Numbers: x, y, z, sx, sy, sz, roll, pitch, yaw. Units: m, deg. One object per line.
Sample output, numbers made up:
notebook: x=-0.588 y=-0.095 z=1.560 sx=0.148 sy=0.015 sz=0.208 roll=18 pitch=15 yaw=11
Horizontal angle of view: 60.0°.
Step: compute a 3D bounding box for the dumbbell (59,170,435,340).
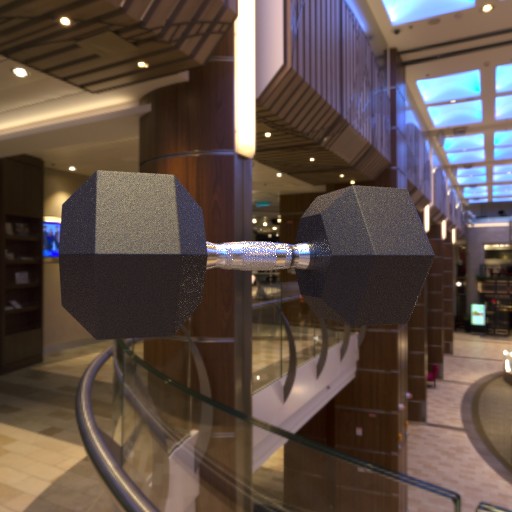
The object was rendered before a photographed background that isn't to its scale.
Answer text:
dumbbell: x=0.000 y=0.000 z=0.482 sx=0.384 sy=0.150 sz=0.173 roll=0 pitch=-1 yaw=-18
